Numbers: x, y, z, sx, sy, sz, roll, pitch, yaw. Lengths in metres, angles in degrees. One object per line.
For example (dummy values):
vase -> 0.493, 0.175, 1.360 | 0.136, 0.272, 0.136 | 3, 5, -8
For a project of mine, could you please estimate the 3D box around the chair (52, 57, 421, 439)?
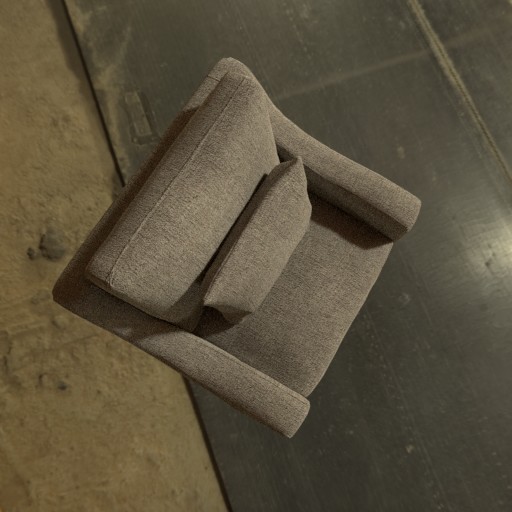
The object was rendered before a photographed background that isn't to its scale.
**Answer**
chair -> 0.000, 0.000, 1.885 | 1.009, 1.037, 1.138 | 31, 78, 7
